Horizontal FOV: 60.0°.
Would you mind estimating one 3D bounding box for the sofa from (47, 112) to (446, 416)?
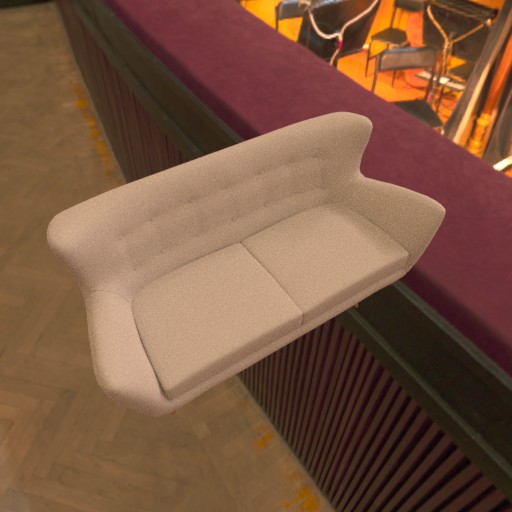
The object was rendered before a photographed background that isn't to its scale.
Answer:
[{"bbox_3d":[0.000,0.000,2.399,1.930,0.890,0.899,-26,52,-22],"label":"sofa"}]
